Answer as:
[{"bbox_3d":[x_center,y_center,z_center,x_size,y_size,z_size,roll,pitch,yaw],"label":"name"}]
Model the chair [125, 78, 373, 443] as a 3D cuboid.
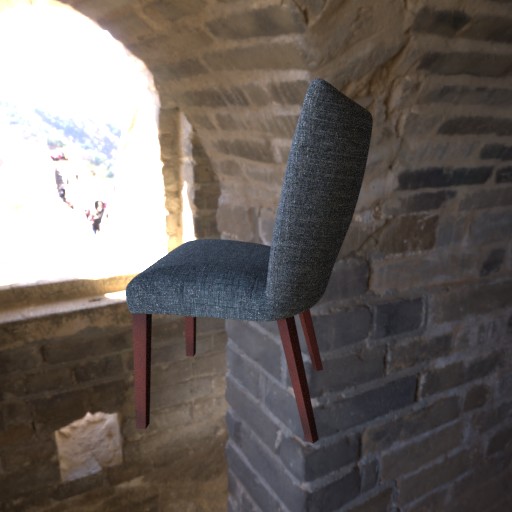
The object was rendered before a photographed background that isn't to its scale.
[{"bbox_3d":[0.000,0.000,1.318,0.623,0.924,0.535,3,15,10],"label":"chair"}]
